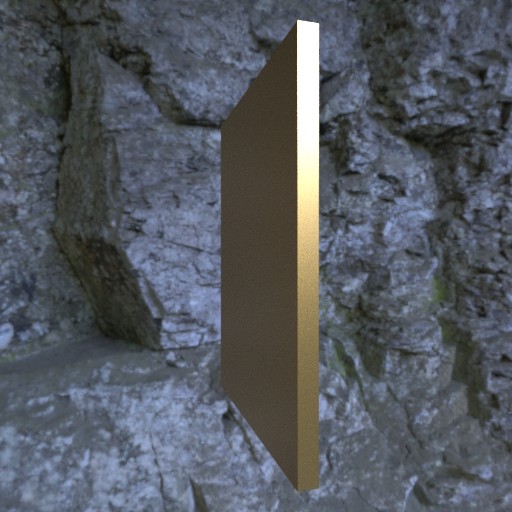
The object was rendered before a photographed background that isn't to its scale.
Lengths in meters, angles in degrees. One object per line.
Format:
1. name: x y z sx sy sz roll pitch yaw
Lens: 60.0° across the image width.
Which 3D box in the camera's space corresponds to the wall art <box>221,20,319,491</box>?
1. wall art: 0.000 0.000 1.014 0.038 0.762 0.610 0 0 -16
